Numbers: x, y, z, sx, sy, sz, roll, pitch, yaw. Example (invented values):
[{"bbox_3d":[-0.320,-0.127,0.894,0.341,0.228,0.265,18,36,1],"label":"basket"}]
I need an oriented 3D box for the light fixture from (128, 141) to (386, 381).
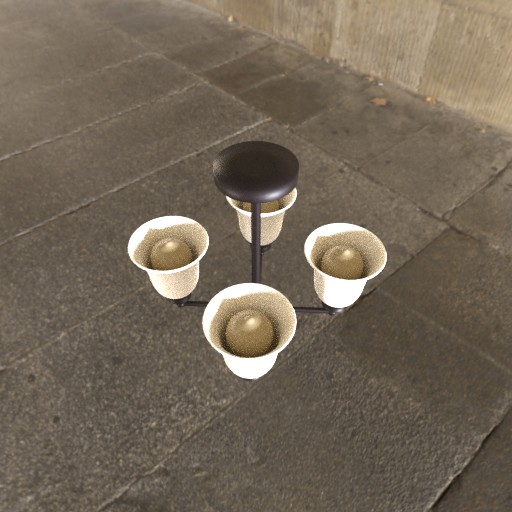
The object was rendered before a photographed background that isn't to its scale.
[{"bbox_3d":[0.000,0.000,1.880,1.069,0.925,1.069,3,46,3],"label":"light fixture"}]
